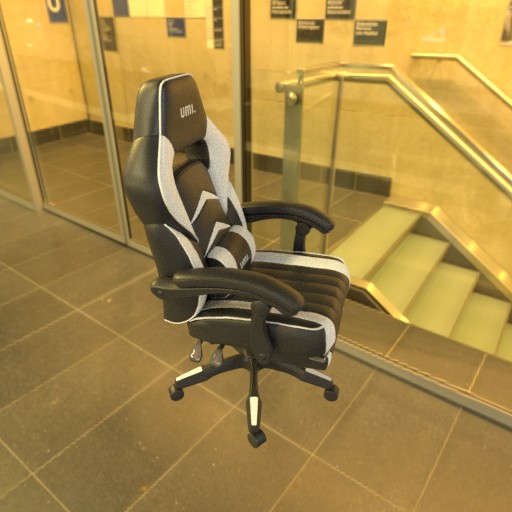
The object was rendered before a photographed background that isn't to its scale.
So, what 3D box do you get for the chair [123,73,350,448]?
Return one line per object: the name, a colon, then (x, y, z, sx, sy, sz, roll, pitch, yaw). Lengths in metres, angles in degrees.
chair: (0.000, 0.000, 1.605, 0.700, 1.200, 0.676, 9, 30, 16)
